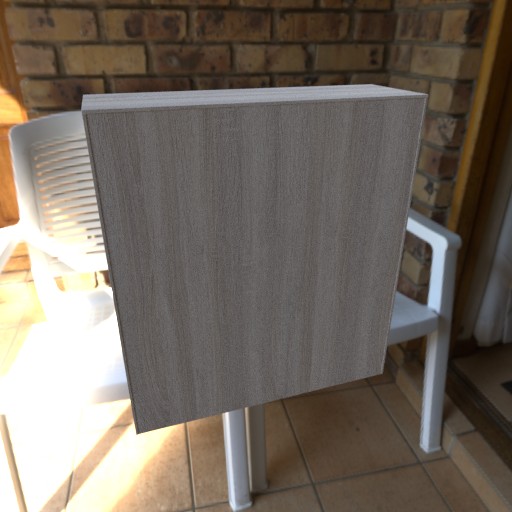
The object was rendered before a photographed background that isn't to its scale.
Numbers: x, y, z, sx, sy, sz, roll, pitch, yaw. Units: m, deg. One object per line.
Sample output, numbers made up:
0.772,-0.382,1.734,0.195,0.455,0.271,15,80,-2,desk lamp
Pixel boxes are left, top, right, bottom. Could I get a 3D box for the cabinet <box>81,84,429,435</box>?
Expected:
0.000,0.000,2.990,1.870,2.060,0.620,-8,28,-16,cabinet
